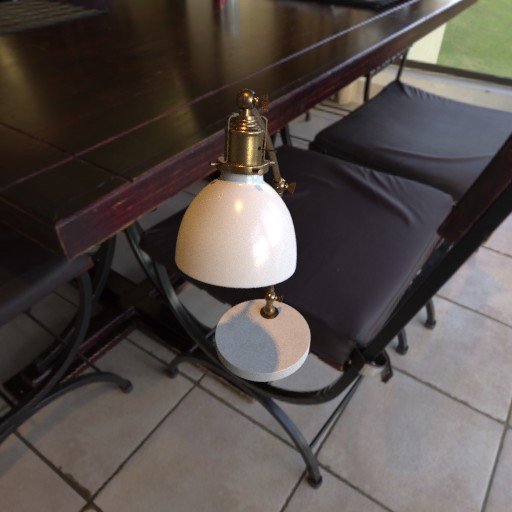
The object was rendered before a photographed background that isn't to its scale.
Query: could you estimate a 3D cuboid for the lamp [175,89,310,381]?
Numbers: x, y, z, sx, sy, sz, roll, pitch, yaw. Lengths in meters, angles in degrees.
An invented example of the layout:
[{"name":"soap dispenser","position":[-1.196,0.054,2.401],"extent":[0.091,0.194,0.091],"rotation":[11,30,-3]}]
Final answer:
[{"name":"lamp","position":[0.000,0.000,0.678],"extent":[0.186,0.522,0.317],"rotation":[10,41,12]}]
